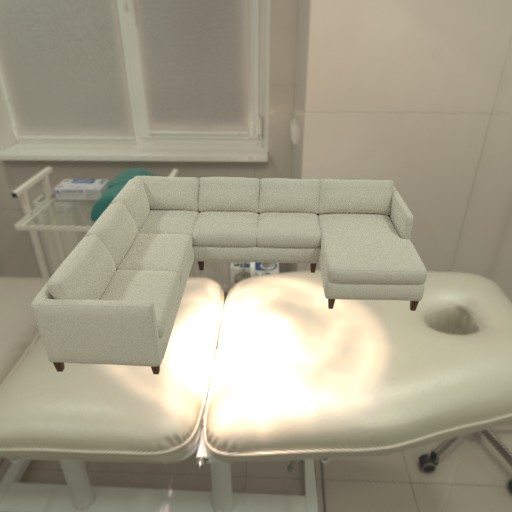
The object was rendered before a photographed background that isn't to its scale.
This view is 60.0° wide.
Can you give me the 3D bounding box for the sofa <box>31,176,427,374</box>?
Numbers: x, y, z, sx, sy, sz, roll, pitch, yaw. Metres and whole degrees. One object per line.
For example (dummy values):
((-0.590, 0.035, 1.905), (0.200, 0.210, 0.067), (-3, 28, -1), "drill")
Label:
((0.000, 0.000, 4.383), (3.238, 0.853, 2.551), (1, 30, 2), "sofa")
